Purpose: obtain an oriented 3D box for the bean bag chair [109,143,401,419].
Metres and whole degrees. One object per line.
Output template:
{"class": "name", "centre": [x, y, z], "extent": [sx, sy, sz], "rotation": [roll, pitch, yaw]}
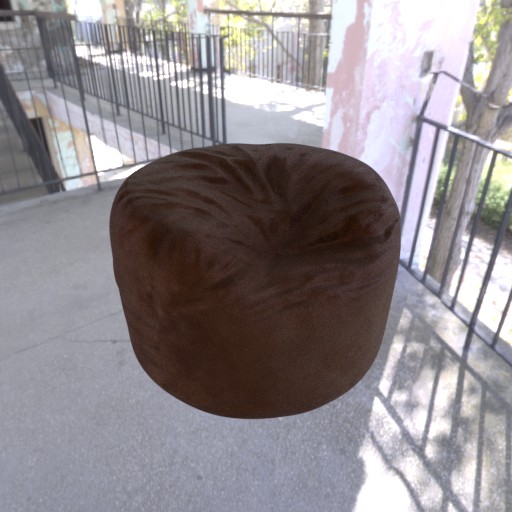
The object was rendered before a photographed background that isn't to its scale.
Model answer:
{"class": "bean bag chair", "centre": [0.000, 0.000, 1.498], "extent": [0.918, 0.616, 0.918], "rotation": [0, 30, 0]}
